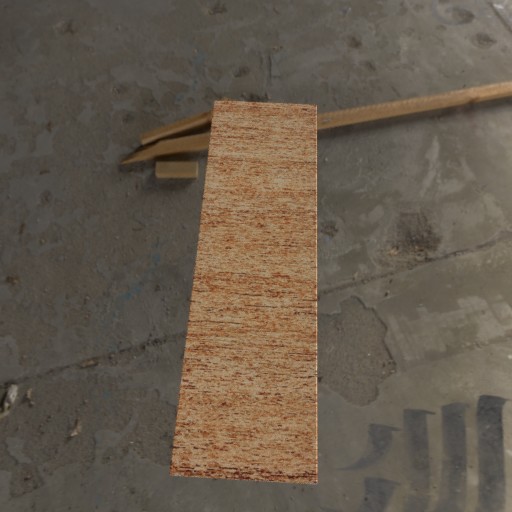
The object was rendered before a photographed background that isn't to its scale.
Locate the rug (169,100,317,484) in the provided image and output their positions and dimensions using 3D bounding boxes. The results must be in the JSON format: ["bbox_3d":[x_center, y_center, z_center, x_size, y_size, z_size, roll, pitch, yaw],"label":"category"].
[{"bbox_3d":[0.000,0.000,2.477,0.680,0.014,2.237,3,65,1],"label":"rug"}]
